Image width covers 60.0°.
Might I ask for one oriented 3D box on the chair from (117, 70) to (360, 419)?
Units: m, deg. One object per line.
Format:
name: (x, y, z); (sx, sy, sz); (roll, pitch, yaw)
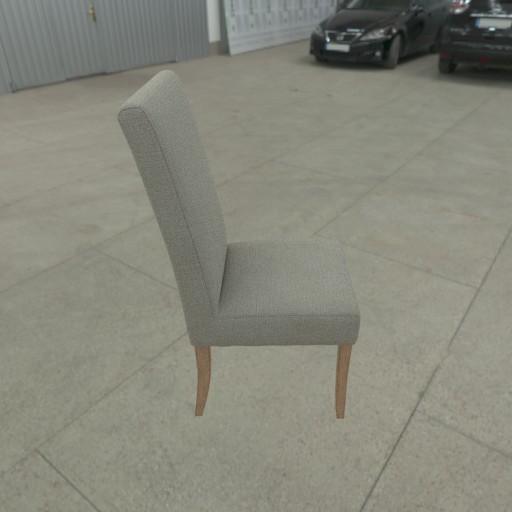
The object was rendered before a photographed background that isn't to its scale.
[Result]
chair: (0.000, 0.000, 1.404); (0.611, 1.033, 0.450); (1, 32, 1)
